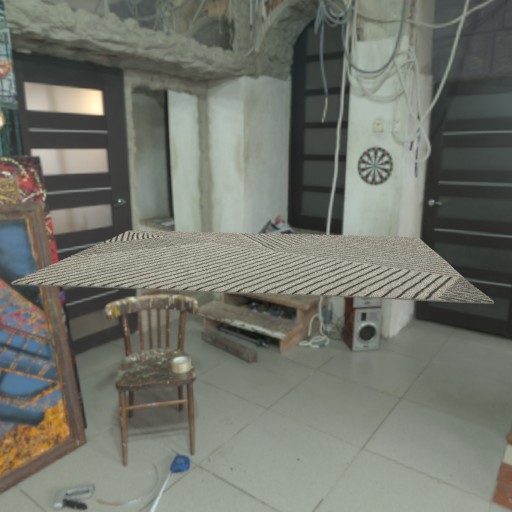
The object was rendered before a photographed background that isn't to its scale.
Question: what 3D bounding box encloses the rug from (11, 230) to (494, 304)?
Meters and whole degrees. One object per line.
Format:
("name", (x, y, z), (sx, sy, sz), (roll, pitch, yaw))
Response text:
("rug", (0.000, 0.000, 2.916), (2.406, 0.023, 1.539), (2, 14, 7))
